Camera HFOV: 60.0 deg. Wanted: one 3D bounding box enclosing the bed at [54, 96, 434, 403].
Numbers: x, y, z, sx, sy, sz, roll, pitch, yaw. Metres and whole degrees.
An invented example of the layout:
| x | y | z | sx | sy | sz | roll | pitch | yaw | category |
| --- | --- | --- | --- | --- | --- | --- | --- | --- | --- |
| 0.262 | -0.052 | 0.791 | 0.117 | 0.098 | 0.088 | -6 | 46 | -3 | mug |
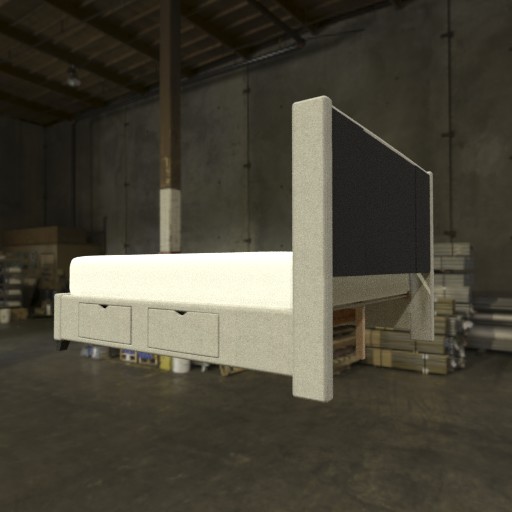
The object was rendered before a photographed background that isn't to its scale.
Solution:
| x | y | z | sx | sy | sz | roll | pitch | yaw | category |
| --- | --- | --- | --- | --- | --- | --- | --- | --- | --- |
| 0.000 | 0.000 | 3.610 | 2.280 | 1.470 | 2.140 | -1 | -2 | 35 | bed |
